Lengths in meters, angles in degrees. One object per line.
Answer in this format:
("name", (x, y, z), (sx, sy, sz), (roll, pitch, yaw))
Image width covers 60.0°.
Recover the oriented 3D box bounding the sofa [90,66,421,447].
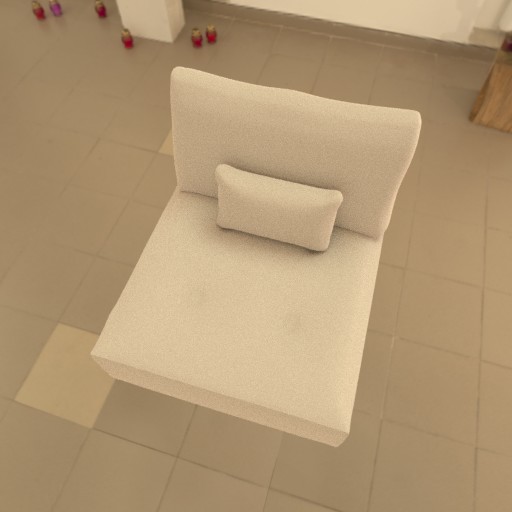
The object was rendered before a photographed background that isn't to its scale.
("sofa", (0.000, 0.000, 1.655), (0.935, 0.828, 1.000), (14, 59, 9))
